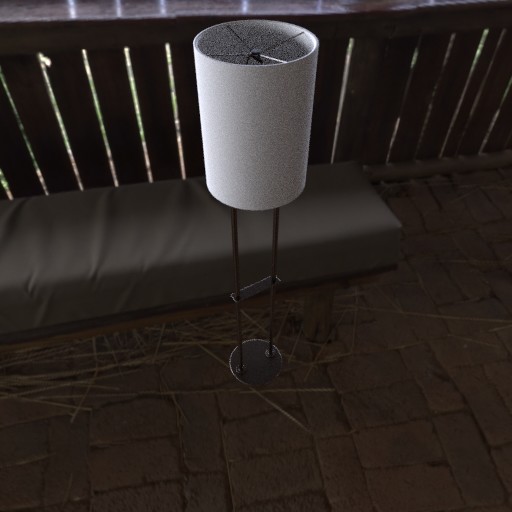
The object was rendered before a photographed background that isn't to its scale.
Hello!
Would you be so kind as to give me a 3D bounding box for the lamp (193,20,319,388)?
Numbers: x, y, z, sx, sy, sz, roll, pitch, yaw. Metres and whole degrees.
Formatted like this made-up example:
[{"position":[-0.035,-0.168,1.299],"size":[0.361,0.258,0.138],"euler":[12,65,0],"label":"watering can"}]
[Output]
[{"position":[0.000,0.000,1.618],"size":[0.306,1.500,0.305],"euler":[-24,50,-22],"label":"lamp"}]
